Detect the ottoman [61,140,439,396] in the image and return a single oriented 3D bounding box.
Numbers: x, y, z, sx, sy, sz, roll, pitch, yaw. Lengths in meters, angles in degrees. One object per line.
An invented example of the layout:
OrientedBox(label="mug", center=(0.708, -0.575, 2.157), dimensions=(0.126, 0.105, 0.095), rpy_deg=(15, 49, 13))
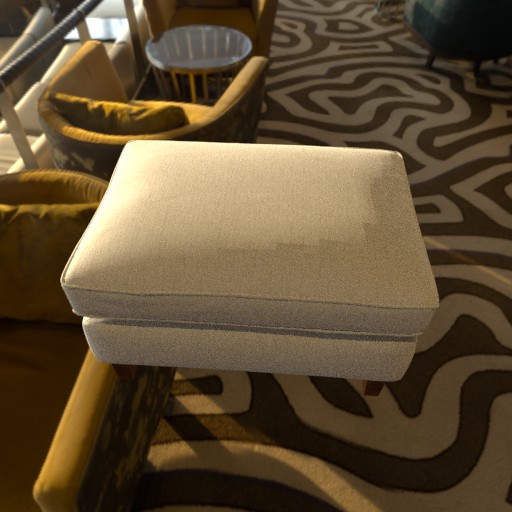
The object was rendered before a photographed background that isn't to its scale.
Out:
OrientedBox(label="ottoman", center=(0.000, 0.000, 1.001), dimensions=(0.665, 0.406, 0.501), rpy_deg=(3, 47, 3))
